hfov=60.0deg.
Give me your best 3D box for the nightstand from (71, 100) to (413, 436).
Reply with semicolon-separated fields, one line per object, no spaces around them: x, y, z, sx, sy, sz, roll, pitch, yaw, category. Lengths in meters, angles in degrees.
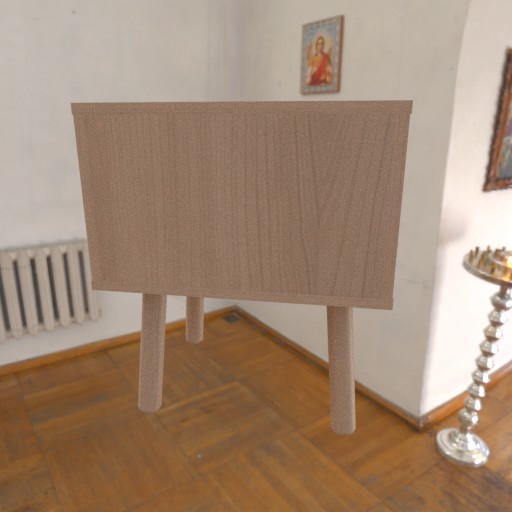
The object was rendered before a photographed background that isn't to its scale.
0.000;0.000;0.827;0.450;0.530;0.380;3;17;9;nightstand
